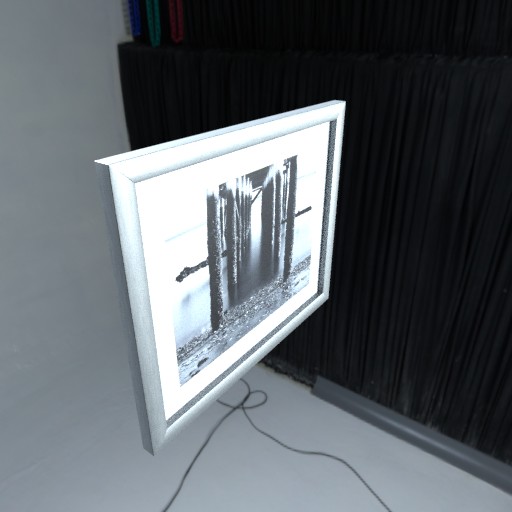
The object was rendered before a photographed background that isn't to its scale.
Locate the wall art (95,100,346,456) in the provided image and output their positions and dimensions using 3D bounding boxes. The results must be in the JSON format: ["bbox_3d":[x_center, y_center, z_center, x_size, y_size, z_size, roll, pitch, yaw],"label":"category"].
[{"bbox_3d":[0.000,0.000,0.780,0.028,0.457,0.556,19,33,32],"label":"wall art"}]
